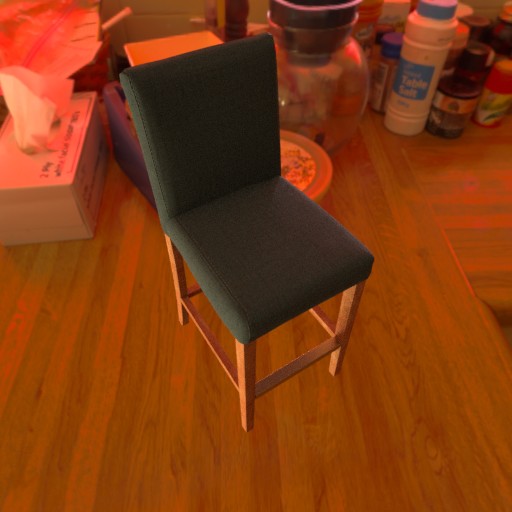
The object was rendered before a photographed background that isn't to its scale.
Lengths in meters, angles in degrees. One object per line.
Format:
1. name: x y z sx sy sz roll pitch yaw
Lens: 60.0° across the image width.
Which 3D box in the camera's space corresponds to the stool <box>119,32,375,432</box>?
1. stool: 0.000 0.000 1.379 0.454 1.088 0.574 -25 53 -21
